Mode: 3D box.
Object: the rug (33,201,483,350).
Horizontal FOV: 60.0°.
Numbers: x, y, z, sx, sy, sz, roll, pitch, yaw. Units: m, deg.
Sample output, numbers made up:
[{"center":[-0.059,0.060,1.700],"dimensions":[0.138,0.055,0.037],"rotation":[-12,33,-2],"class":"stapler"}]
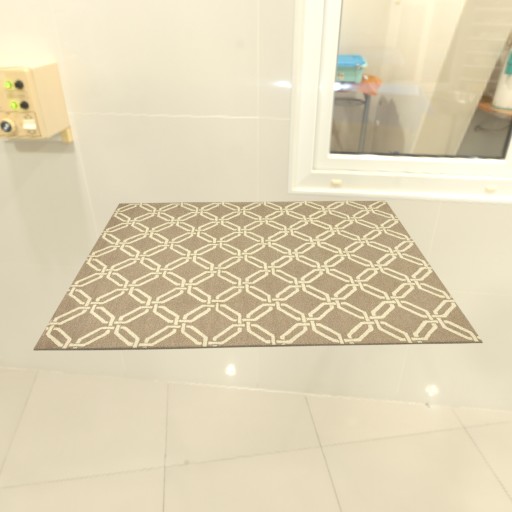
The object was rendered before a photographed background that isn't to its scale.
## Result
[{"center":[0.000,0.000,3.833],"dimensions":[2.895,0.018,2.288],"rotation":[-1,31,-1],"class":"rug"}]
